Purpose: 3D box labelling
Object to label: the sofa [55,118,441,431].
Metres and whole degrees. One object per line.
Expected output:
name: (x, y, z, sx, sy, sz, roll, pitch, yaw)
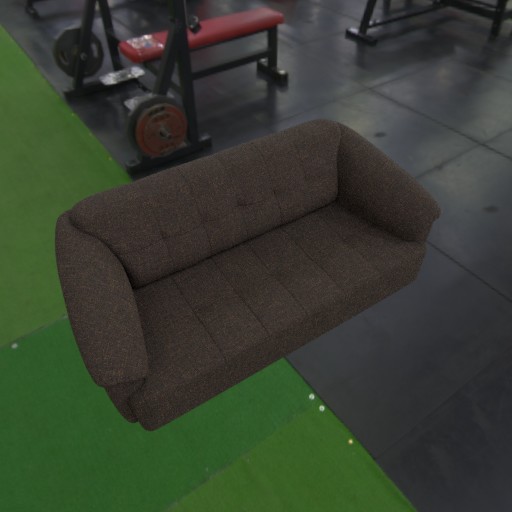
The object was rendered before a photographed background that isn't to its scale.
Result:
sofa: (0.000, 0.000, 2.266, 1.849, 0.790, 0.887, -25, 51, -22)
